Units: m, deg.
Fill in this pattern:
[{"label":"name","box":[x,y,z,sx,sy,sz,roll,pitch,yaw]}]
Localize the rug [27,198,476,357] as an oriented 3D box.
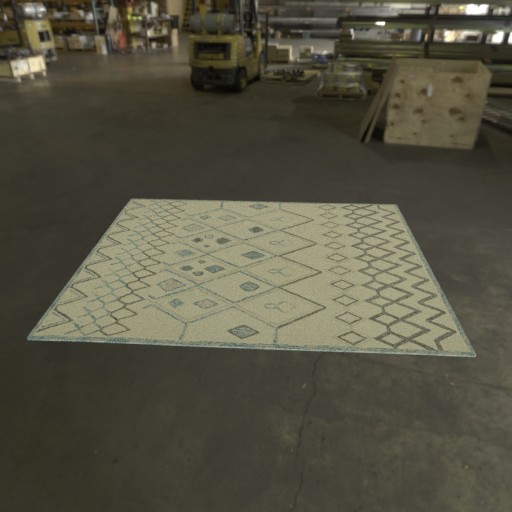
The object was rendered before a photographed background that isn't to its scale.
[{"label":"rug","box":[0.000,0.000,4.045,3.056,0.013,2.441,2,31,3]}]
